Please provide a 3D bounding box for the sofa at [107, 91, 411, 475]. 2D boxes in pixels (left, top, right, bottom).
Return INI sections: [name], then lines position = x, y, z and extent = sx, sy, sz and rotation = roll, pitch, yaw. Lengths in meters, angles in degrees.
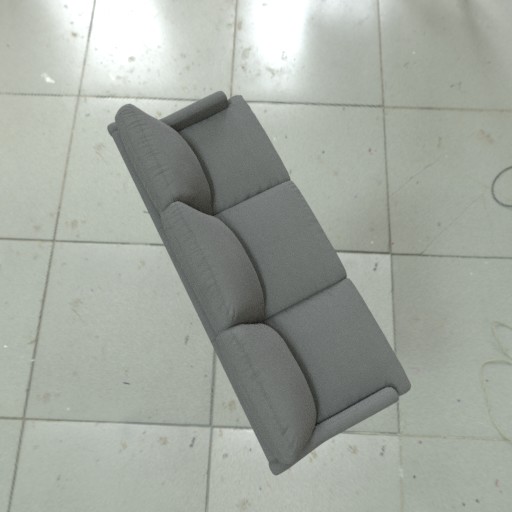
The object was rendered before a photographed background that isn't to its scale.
[sofa]
position = 0.000, 0.000, 2.855
extent = 0.987, 0.926, 2.344
rotation = -26, 76, -7
